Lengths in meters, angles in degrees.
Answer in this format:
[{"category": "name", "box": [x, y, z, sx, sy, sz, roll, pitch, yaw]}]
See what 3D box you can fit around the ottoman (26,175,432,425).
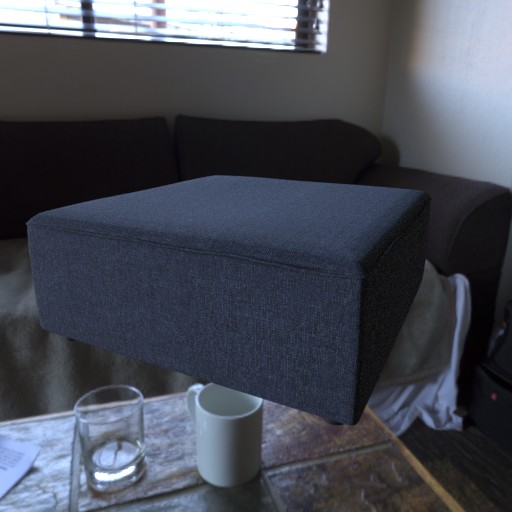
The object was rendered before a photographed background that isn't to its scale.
[{"category": "ottoman", "box": [0.000, 0.000, 1.530, 1.017, 0.423, 1.023, 9, 20, 26]}]
